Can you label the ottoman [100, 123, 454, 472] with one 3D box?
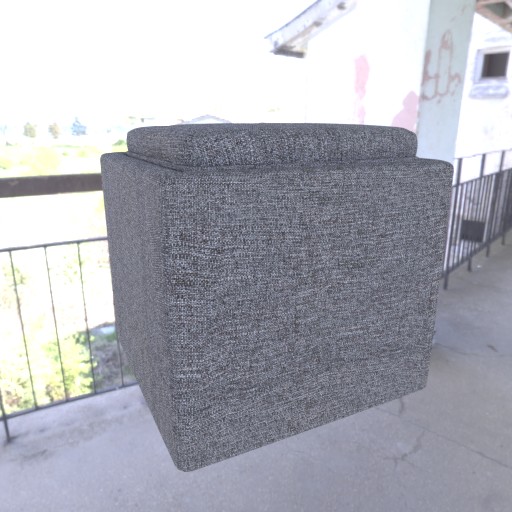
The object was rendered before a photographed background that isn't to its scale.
[{"bbox_3d":[0.000,0.000,0.799,0.450,0.460,0.450,-8,19,-26],"label":"ottoman"}]
